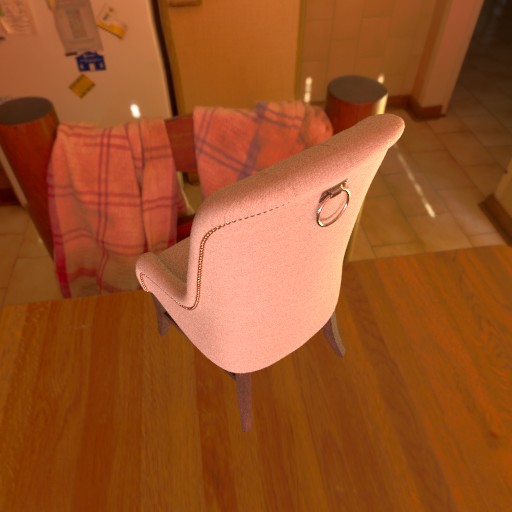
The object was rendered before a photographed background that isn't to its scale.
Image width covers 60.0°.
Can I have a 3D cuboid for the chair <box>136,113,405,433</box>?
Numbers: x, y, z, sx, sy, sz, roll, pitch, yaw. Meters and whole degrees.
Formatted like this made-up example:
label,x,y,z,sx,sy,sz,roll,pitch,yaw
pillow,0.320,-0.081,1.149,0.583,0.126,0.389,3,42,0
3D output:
label,x,y,z,sx,sy,sz,roll,pitch,yaw
chair,0.000,0.000,1.469,0.634,1.091,0.629,-31,54,-26
